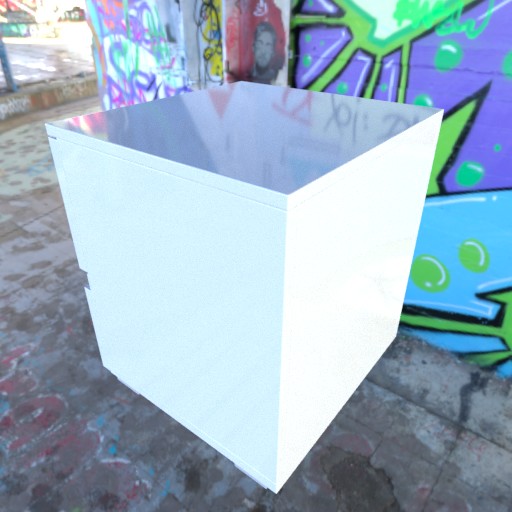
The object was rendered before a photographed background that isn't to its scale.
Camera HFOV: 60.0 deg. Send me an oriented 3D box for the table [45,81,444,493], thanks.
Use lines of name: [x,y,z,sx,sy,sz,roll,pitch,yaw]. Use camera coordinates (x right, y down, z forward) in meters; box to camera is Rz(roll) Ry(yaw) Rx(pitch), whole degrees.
table: [0.000,0.000,0.759,0.400,0.470,0.420,22,37,32]
